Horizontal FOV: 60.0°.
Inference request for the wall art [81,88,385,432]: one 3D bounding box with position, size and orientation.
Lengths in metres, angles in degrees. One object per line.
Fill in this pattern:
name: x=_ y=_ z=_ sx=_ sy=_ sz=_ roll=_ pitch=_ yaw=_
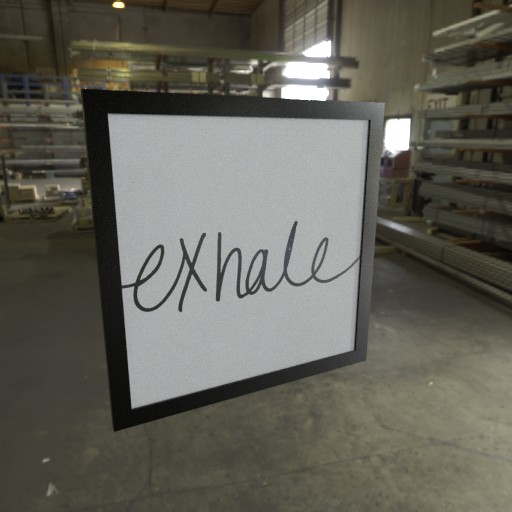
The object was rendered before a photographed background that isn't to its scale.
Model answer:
wall art: x=0.000 y=0.000 z=0.657 sx=0.446 sy=0.445 sz=0.014 roll=-8 pitch=17 yaw=-26
